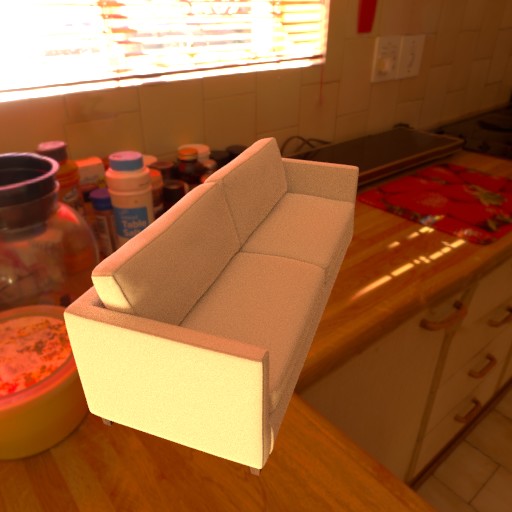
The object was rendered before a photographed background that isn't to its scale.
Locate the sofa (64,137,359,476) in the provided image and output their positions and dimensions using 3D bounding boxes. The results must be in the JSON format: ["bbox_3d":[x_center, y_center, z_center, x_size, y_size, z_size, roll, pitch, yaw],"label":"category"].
[{"bbox_3d":[0.000,0.000,2.839,0.951,0.962,2.361,10,32,17],"label":"sofa"}]
